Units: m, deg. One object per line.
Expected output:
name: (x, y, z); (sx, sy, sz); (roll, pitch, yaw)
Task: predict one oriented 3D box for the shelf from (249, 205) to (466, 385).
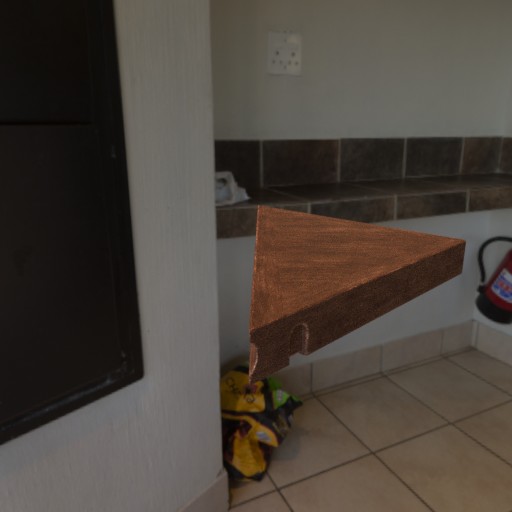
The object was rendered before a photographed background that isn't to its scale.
shelf: (0.000, 0.000, 0.446); (0.296, 0.035, 0.296); (-15, 21, -42)
